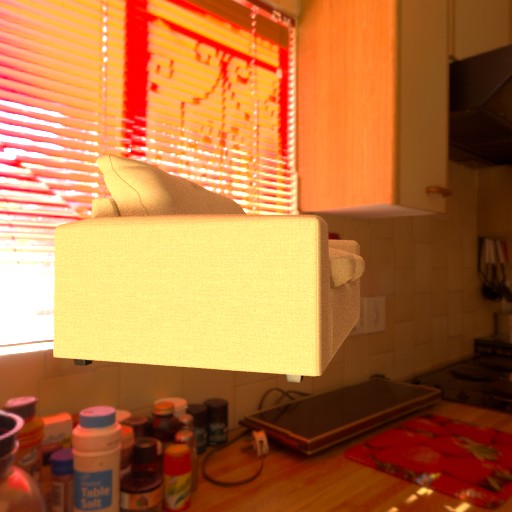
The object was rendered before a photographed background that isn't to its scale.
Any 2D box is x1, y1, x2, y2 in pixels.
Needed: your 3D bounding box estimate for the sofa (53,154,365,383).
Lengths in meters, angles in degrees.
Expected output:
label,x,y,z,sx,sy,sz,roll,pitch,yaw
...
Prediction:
label,x,y,z,sx,sy,sz,roll,pitch,yaw
sofa,0.000,0.000,2.378,1.091,0.875,1.754,0,-2,17
